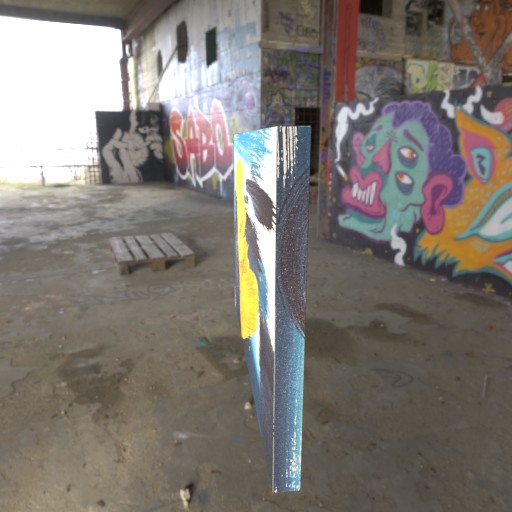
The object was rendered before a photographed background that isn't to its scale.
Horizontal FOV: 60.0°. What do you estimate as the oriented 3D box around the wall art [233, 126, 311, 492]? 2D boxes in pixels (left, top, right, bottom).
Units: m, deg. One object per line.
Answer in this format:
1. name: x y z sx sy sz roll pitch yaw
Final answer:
1. wall art: 0.000 0.000 0.754 0.033 0.406 0.609 -2 15 -6
